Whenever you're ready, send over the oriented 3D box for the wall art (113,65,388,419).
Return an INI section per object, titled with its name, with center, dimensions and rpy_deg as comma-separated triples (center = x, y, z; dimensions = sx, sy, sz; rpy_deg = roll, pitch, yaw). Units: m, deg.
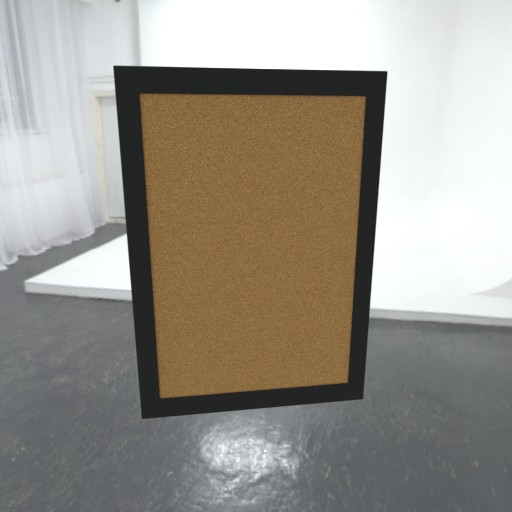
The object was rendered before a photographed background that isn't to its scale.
[wall art]
center = 0.000, 0.000, 0.675
dimensions = 0.374, 0.529, 0.012
rpy_deg = -2, 16, -8
